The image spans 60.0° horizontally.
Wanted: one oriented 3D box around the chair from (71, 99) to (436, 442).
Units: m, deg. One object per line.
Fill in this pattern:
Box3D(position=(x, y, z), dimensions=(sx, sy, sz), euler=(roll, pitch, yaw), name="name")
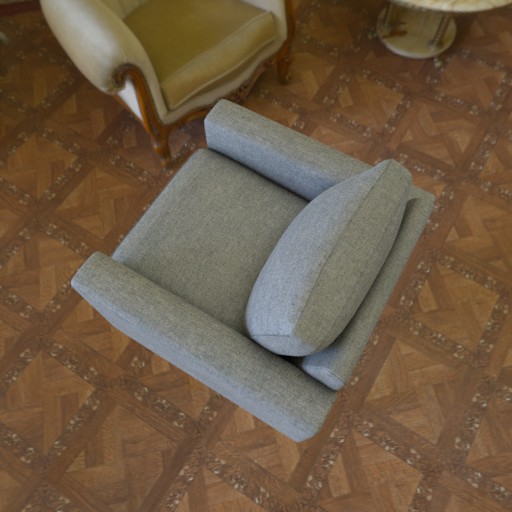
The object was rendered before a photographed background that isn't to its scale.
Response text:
Box3D(position=(0.000, 0.000, 1.828), dimensions=(1.038, 1.010, 1.024), euler=(28, 68, 12), name="chair")
